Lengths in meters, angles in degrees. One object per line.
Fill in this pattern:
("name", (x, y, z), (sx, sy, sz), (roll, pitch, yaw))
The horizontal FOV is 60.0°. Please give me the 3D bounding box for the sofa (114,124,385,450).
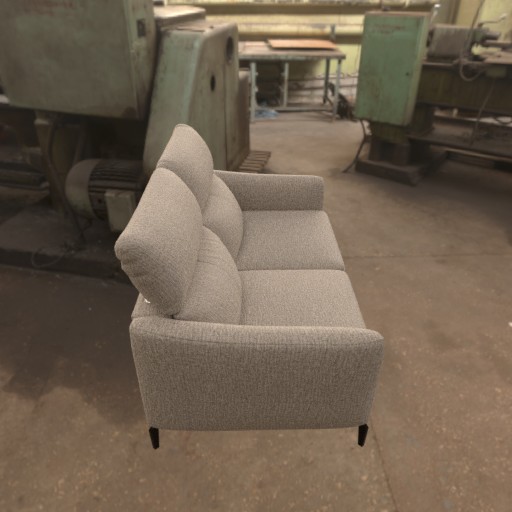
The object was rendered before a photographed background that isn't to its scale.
("sofa", (0.000, 0.000, 2.138), (0.905, 0.950, 1.540), (0, 32, -1))
